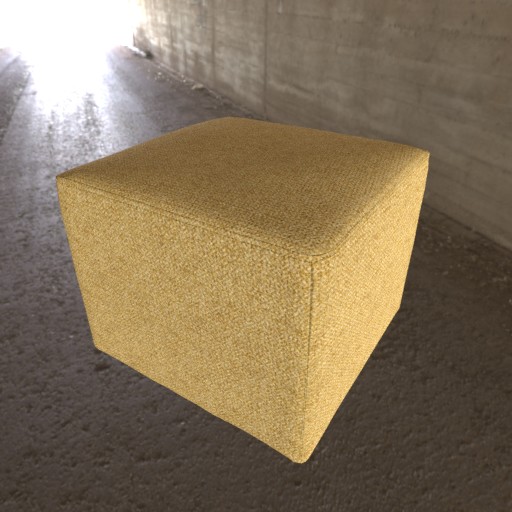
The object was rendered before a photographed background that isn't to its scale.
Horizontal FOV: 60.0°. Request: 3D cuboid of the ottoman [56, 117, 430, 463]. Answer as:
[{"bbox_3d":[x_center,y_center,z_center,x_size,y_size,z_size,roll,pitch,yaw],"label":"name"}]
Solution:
[{"bbox_3d":[0.000,0.000,0.903,0.512,0.441,0.505,19,36,28],"label":"ottoman"}]
